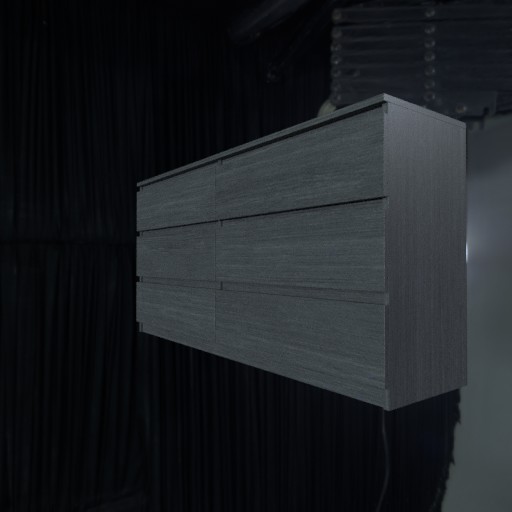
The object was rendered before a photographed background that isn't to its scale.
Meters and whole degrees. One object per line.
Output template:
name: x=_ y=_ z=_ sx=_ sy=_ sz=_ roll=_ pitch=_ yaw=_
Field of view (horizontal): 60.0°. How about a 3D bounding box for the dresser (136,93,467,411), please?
dresser: x=0.000 y=0.000 z=1.857 sx=0.400 sy=0.795 sz=1.590 roll=1 pitch=-1 yaw=-37
